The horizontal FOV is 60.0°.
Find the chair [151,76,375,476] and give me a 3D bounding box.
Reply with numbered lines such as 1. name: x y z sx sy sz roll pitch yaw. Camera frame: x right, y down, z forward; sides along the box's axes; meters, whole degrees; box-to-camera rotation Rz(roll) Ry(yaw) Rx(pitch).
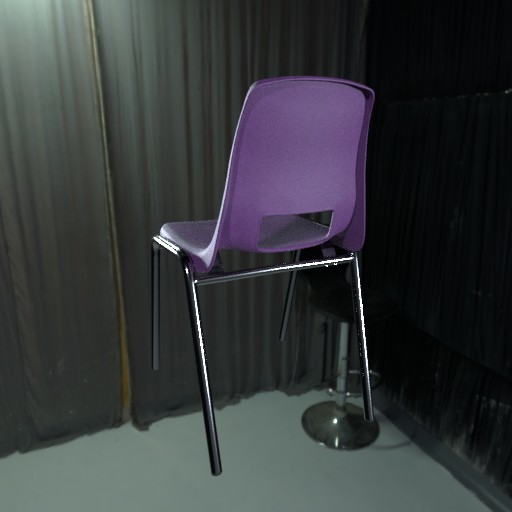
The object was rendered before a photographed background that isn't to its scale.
1. chair: 0.000 0.000 0.918 0.381 0.654 0.432 -8 18 -25
